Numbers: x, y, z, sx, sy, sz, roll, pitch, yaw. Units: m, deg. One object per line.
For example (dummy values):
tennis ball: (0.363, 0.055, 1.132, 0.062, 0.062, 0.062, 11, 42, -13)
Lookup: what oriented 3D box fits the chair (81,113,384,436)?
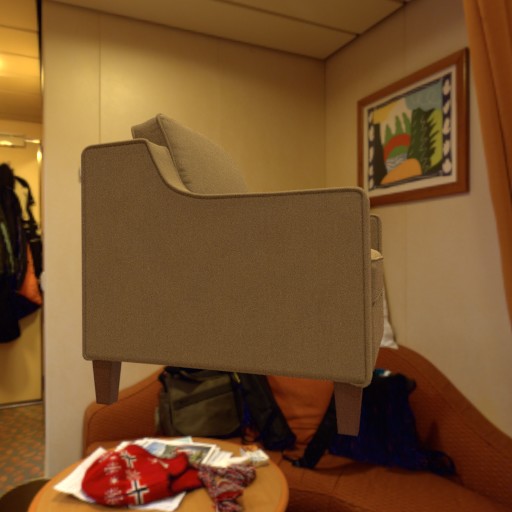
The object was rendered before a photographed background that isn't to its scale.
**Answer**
chair: (0.000, 0.000, 1.661, 0.909, 0.960, 0.831, 0, 0, 18)
